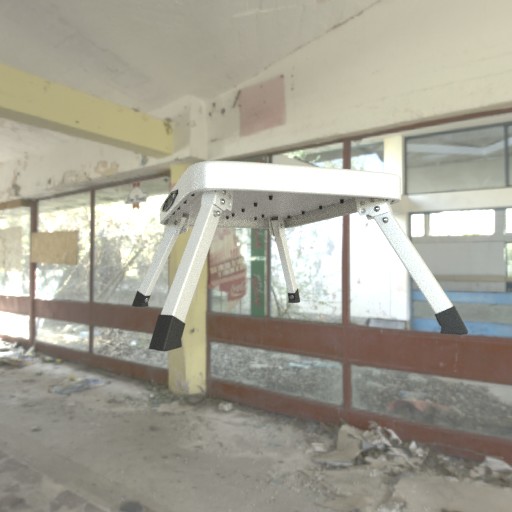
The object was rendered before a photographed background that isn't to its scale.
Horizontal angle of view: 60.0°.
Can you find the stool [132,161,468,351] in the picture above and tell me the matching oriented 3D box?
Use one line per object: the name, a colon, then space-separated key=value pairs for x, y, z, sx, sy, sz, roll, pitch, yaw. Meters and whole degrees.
stool: x=0.000 y=0.000 z=0.620 sx=0.320 sy=0.170 sz=0.460 roll=0 pitch=-2 yaw=-17
